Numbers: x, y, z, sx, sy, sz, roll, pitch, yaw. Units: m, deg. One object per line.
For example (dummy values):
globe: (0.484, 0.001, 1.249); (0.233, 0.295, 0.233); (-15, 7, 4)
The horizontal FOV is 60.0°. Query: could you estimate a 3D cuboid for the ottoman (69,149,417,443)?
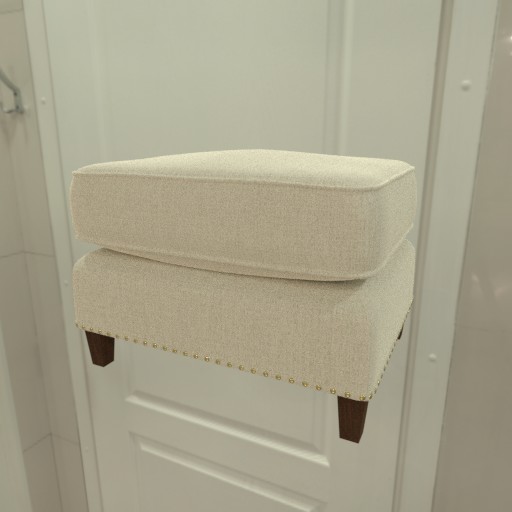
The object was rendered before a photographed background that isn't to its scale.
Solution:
ottoman: (0.000, 0.000, 1.146); (0.738, 0.537, 0.589); (8, 17, 25)
